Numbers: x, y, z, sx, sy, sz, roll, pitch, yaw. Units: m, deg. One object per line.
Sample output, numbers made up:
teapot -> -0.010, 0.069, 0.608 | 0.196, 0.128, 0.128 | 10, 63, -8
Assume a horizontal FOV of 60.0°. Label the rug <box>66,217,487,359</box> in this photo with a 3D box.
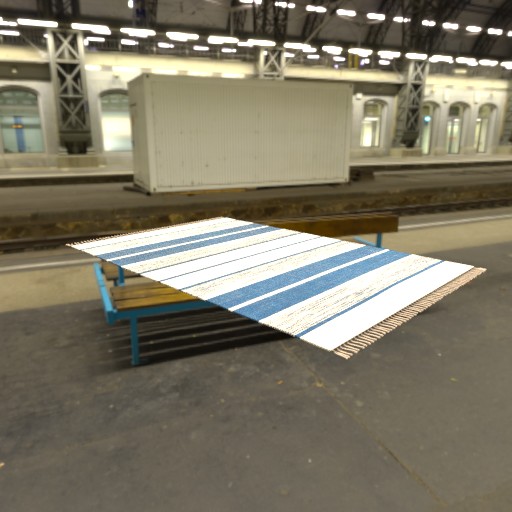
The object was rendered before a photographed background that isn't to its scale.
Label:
rug -> 0.000, 0.000, 2.985 | 2.441, 0.010, 1.532 | 15, 22, 42
